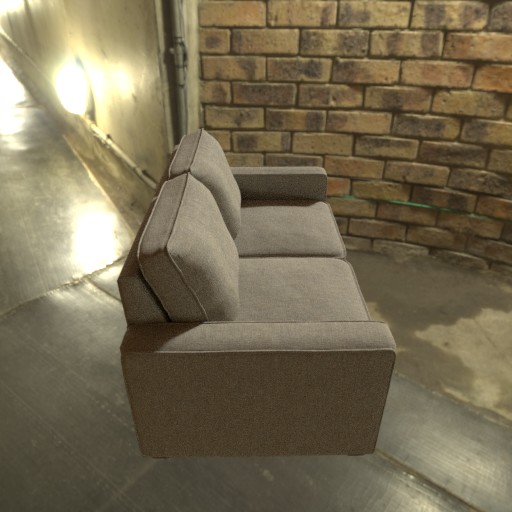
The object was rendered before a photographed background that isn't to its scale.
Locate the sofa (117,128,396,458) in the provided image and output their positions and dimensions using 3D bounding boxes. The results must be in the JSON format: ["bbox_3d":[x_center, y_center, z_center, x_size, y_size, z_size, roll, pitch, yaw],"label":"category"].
[{"bbox_3d":[0.000,0.000,2.230,0.945,0.915,1.706,-1,32,-1],"label":"sofa"}]
